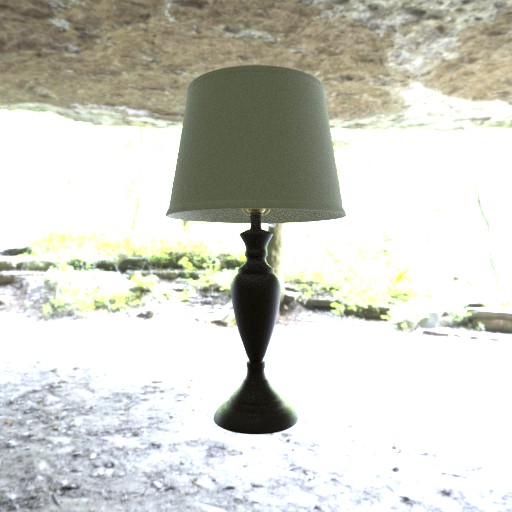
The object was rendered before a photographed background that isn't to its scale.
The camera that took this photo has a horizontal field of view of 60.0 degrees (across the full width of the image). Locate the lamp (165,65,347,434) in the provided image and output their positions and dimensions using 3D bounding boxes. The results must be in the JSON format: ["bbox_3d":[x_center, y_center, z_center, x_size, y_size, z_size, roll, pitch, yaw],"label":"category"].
[{"bbox_3d":[0.000,0.000,0.836,0.335,0.611,0.335,0,0,0],"label":"lamp"}]
